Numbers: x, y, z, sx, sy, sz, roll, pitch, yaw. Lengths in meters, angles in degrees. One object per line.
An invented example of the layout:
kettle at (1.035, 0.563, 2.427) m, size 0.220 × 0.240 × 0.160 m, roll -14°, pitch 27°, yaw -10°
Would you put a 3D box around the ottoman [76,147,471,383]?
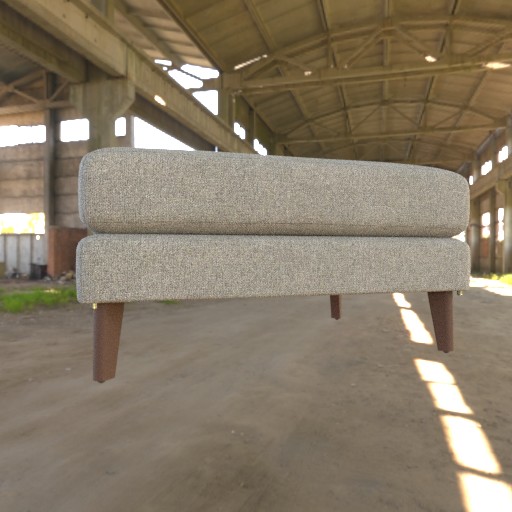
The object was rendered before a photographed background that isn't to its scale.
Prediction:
ottoman at (0.000, 0.000, 1.139) m, size 0.821 × 0.441 × 0.611 m, roll 0°, pitch 1°, yaw -18°
